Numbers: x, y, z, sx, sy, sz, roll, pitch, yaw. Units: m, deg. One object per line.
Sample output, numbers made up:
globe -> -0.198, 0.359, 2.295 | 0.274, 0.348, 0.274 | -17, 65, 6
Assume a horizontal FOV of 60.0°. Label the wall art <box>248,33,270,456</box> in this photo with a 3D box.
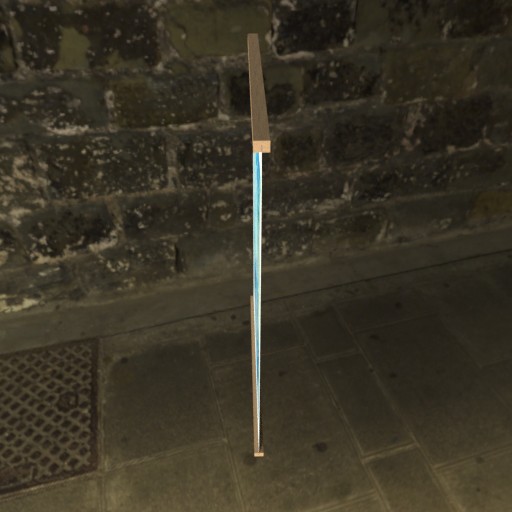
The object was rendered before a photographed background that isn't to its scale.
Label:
wall art -> 0.000, 0.000, 1.276 | 0.027, 1.020, 0.669 | -1, 40, -1
